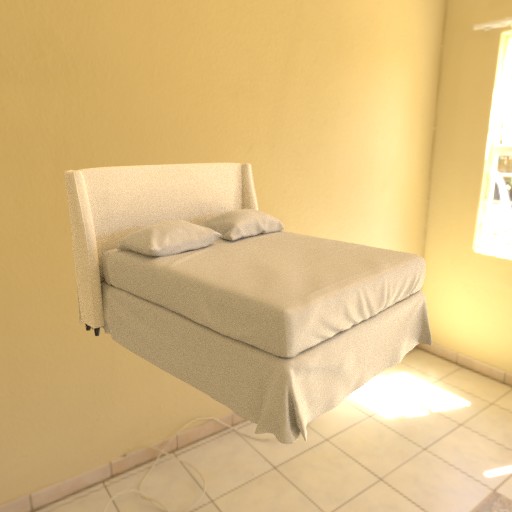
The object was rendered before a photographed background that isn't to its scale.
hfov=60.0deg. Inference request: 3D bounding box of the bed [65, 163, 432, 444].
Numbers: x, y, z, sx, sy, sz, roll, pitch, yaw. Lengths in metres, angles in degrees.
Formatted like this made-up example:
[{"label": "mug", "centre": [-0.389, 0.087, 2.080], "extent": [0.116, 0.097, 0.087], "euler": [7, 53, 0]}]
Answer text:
[{"label": "bed", "centre": [0.000, 0.000, 3.444], "extent": [2.276, 1.332, 1.925], "euler": [13, 19, 42]}]
